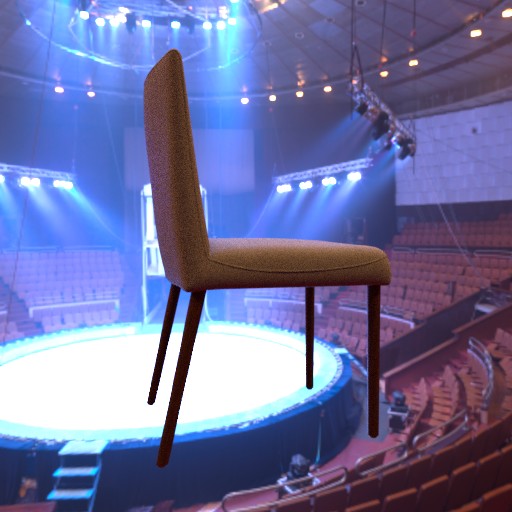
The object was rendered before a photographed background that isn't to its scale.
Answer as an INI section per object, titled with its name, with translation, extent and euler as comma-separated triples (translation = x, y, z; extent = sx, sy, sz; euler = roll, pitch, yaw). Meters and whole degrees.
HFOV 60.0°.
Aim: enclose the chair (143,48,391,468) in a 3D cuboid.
[chair]
translation = 0.000, 0.000, 1.161
extent = 0.570, 0.859, 0.456
euler = 0, 1, -17
